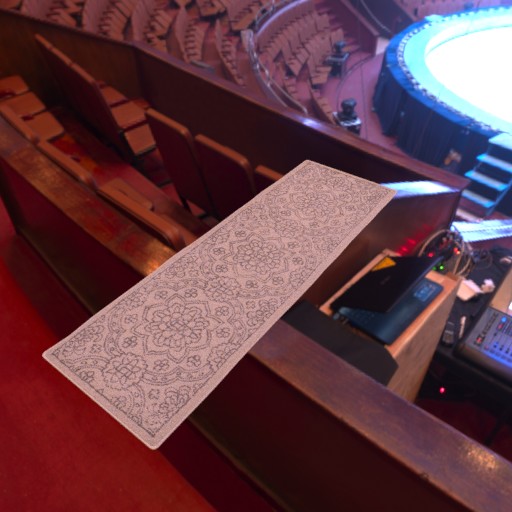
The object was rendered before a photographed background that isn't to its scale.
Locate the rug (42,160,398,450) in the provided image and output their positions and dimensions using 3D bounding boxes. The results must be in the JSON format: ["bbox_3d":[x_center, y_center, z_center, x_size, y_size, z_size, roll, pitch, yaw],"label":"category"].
[{"bbox_3d":[0.000,0.000,2.704,0.806,0.006,2.431,26,47,27],"label":"rug"}]
